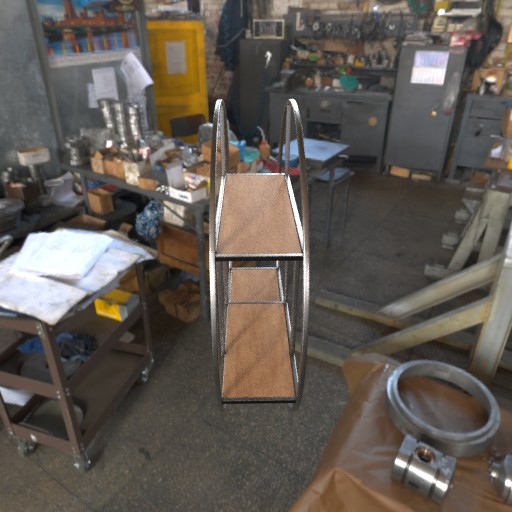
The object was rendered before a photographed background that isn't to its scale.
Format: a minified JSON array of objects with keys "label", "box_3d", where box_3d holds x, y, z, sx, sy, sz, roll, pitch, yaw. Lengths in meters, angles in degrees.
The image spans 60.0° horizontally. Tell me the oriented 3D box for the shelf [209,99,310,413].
[{"label":"shelf","box_3d":[0.000,0.000,1.332,0.202,0.888,0.888,0,29,-1]}]
